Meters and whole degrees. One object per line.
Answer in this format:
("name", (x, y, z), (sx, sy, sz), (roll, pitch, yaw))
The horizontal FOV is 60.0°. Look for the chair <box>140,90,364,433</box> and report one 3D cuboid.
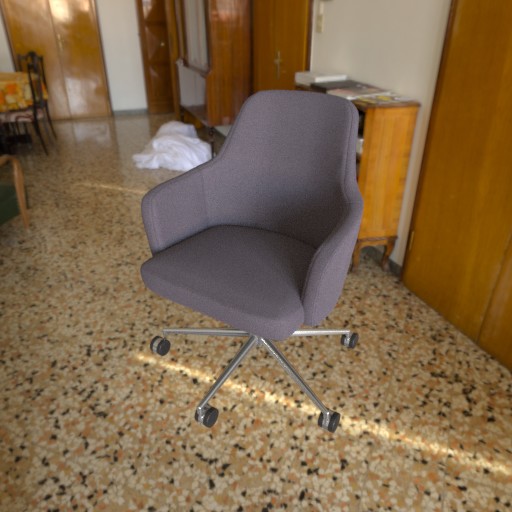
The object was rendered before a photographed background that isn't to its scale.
("chair", (0.000, 0.000, 1.258), (0.655, 0.820, 0.600), (18, 34, 29))
